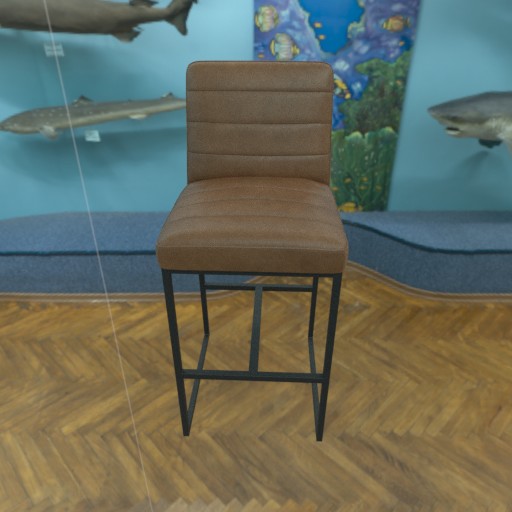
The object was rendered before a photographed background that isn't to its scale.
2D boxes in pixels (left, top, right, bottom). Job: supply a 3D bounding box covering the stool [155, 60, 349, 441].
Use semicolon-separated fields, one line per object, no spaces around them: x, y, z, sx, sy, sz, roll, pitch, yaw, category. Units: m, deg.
0.000;0.000;1.346;0.458;1.040;0.556;1;31;2;stool
